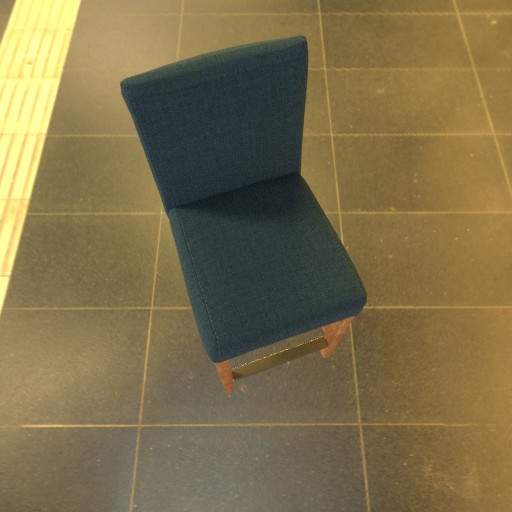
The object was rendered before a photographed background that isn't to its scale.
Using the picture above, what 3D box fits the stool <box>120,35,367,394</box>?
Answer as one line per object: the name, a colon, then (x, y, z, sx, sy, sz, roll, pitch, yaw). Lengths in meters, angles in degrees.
stool: (0.000, 0.000, 1.332, 0.454, 1.039, 0.567, -18, 66, -8)
